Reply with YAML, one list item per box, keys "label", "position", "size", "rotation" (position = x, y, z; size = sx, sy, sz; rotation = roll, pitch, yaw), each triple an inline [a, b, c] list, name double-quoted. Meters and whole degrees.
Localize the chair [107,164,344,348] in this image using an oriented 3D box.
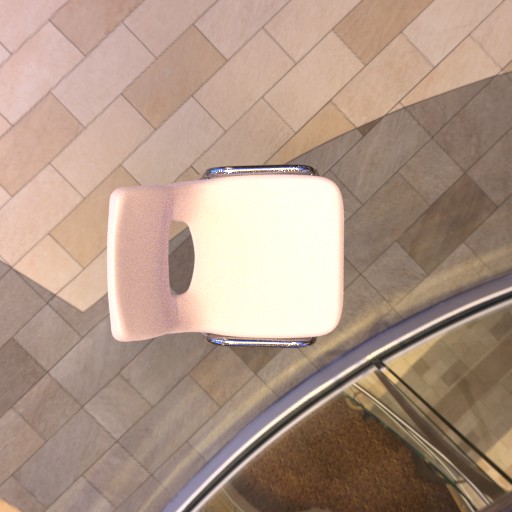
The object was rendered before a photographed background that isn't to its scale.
- label: "chair"
  position: [0.000, 0.000, 0.960]
  size: [0.436, 0.704, 0.381]
  rotation: [0, 92, -2]
